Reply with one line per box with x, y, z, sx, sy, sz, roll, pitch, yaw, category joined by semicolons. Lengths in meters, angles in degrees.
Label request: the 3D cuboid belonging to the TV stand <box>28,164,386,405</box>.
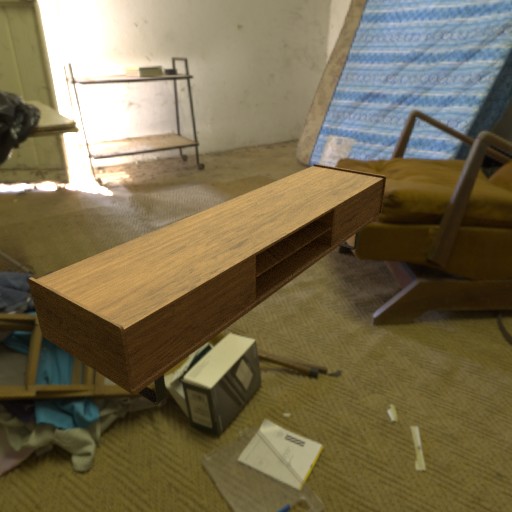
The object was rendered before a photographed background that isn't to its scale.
0.000;0.000;2.012;0.467;0.415;1.796;18;31;32;TV stand
